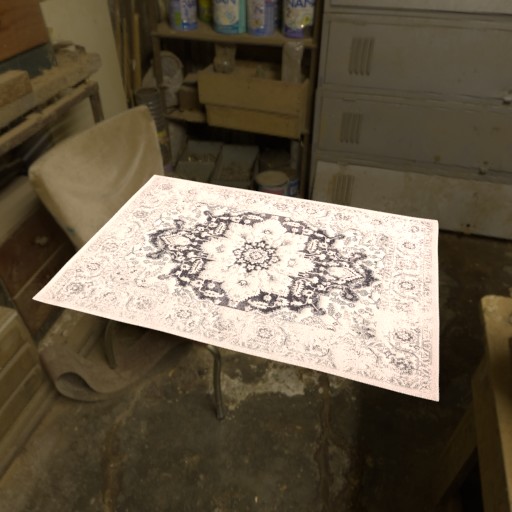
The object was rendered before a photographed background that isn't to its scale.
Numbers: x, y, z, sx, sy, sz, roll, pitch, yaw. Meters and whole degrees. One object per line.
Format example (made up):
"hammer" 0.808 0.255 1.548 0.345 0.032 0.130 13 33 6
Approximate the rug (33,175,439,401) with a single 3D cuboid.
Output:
"rug" 0.000 0.000 2.306 1.813 0.008 1.223 11 41 13
